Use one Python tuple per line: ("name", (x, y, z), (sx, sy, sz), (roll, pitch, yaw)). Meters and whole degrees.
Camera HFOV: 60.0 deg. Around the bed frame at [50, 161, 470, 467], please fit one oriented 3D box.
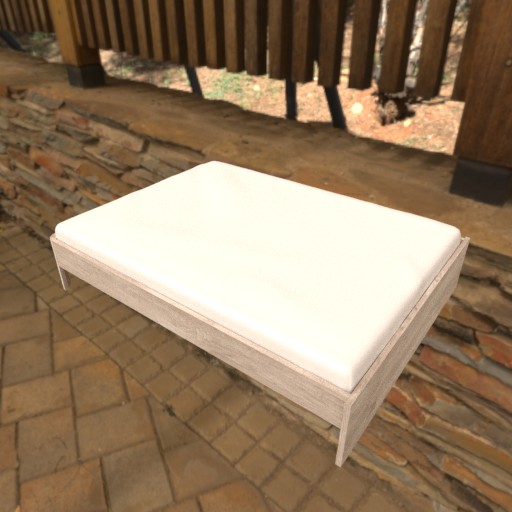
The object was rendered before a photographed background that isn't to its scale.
("bed frame", (0.000, 0.000, 2.597), (1.950, 0.462, 1.490), (22, 38, 31))
